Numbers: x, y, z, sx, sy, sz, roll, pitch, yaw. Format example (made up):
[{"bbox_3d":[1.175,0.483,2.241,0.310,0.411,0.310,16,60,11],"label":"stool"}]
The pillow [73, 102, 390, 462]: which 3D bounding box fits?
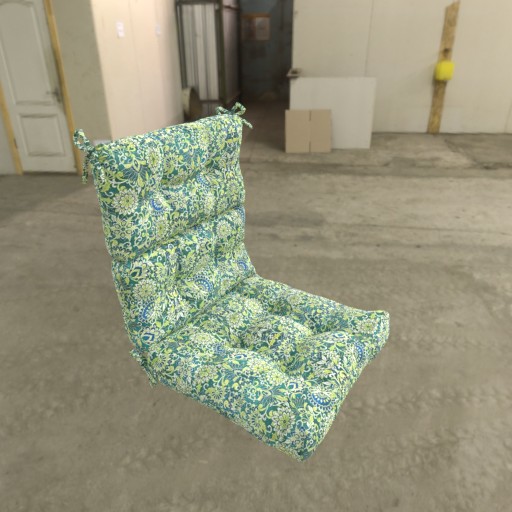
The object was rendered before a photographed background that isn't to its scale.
[{"bbox_3d":[0.000,0.000,1.043,0.571,0.605,0.519,17,32,30],"label":"pillow"}]
